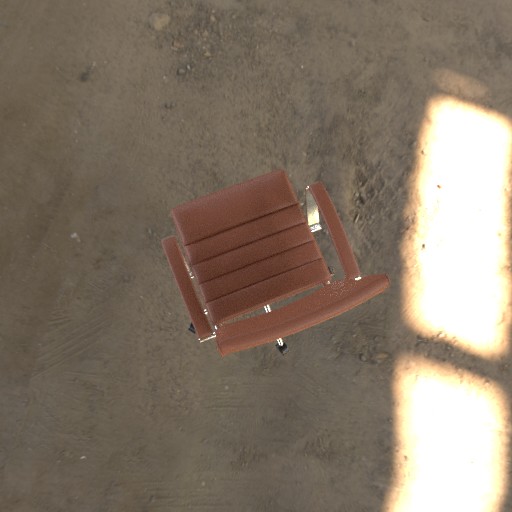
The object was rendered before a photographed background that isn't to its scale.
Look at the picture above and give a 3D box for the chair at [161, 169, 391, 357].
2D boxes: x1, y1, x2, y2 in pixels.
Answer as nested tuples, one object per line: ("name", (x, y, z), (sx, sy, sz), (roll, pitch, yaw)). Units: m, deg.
("chair", (0.000, 0.000, 1.652), (0.766, 1.149, 0.739), (-21, 76, -5))
